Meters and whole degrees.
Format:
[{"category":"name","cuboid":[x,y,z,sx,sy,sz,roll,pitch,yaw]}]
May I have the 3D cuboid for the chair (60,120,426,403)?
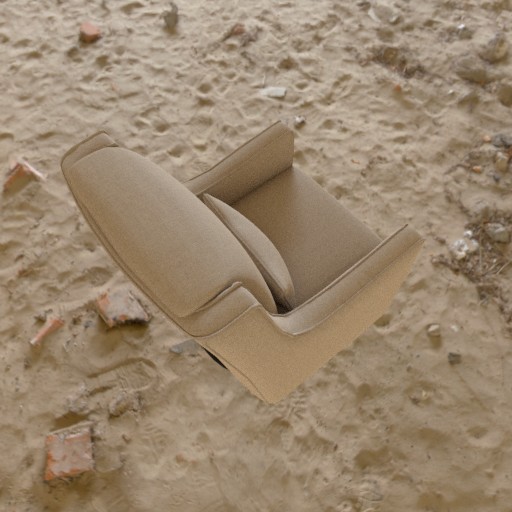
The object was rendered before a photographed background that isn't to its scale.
[{"category":"chair","cuboid":[0.000,0.000,1.536,0.879,0.993,0.732,-34,64,-20]}]
